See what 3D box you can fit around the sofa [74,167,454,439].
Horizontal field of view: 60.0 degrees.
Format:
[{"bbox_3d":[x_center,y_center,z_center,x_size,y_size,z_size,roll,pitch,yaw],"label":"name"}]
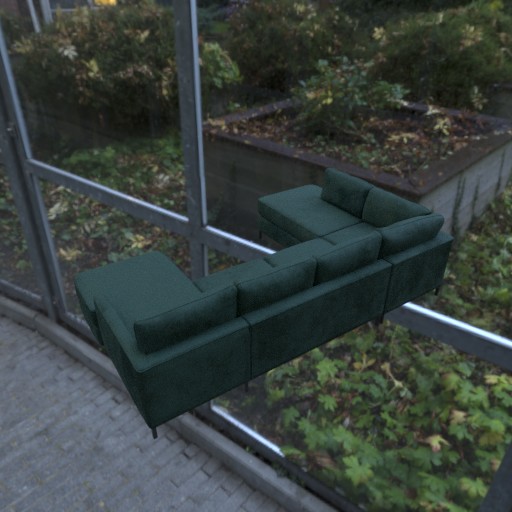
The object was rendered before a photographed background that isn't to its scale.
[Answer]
[{"bbox_3d":[0.000,0.000,4.014,2.994,0.861,1.992,-19,35,-29],"label":"sofa"}]
